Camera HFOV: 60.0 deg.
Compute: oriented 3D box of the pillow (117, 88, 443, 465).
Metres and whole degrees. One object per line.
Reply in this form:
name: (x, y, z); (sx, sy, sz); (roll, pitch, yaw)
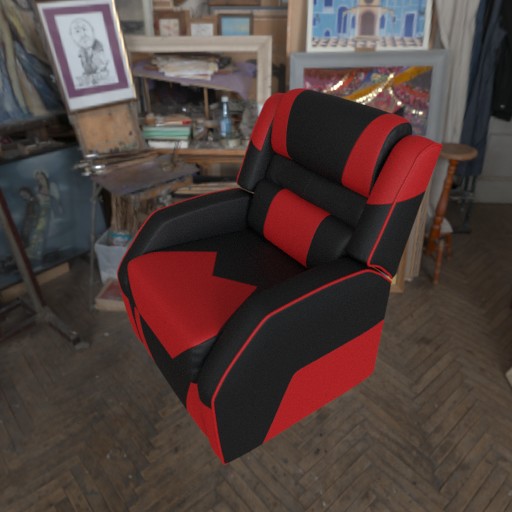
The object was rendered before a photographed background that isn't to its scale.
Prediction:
pillow: (0.000, 0.000, 1.295); (0.672, 0.805, 0.620); (-21, 38, -28)
